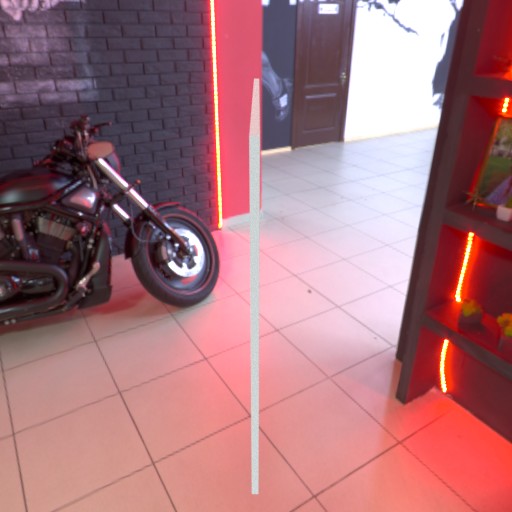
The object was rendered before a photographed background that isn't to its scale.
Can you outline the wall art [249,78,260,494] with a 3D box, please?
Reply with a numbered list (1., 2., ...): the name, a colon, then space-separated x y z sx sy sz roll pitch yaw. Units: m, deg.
1. wall art: 0.000 0.000 0.670 0.009 0.457 0.456 0 27 0
